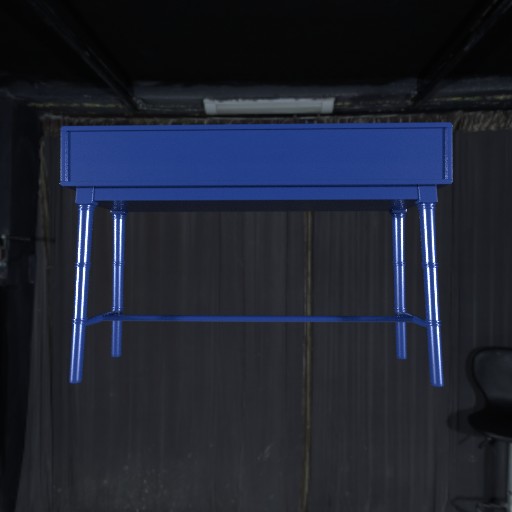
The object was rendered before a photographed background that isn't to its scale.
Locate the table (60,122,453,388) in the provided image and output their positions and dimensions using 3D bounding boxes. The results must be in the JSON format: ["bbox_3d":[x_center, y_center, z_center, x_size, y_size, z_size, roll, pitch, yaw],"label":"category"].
[{"bbox_3d":[0.000,0.000,1.459,1.118,0.749,0.399,0,0,2],"label":"table"}]
